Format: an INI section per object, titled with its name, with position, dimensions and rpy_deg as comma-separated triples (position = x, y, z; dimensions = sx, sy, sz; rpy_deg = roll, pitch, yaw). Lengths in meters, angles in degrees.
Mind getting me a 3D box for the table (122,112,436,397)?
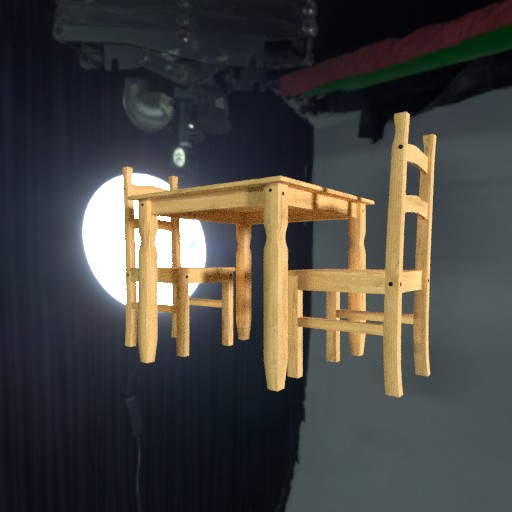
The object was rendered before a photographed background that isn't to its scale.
[table]
position = 0.000, 0.000, 2.046
dimensions = 1.501, 0.942, 0.813
rpy_deg = 0, 0, 37
